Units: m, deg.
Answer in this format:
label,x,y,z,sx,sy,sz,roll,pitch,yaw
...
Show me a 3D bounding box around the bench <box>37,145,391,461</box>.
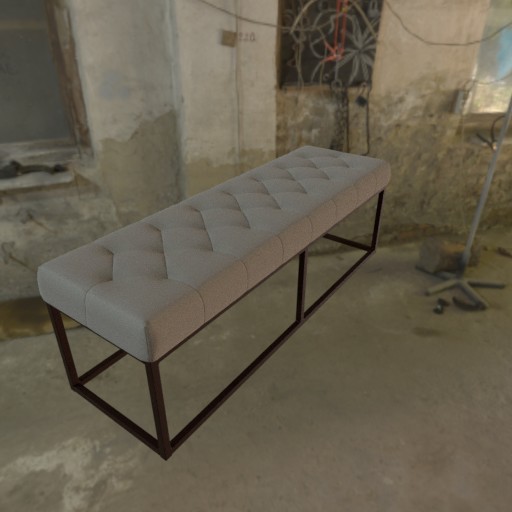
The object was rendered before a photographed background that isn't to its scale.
label,x,y,z,sx,sy,sz,roll,pitch,yaw
bench,0.000,0.000,1.740,0.479,0.488,1.488,20,36,31
